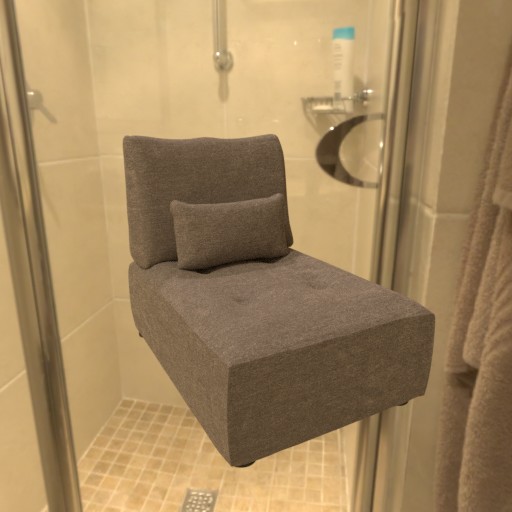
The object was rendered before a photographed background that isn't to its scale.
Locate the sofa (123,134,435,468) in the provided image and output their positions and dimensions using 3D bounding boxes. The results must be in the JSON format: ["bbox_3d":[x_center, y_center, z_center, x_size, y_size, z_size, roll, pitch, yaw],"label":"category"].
[{"bbox_3d":[0.000,0.000,1.564,0.700,0.820,1.000,-8,18,-27],"label":"sofa"}]
